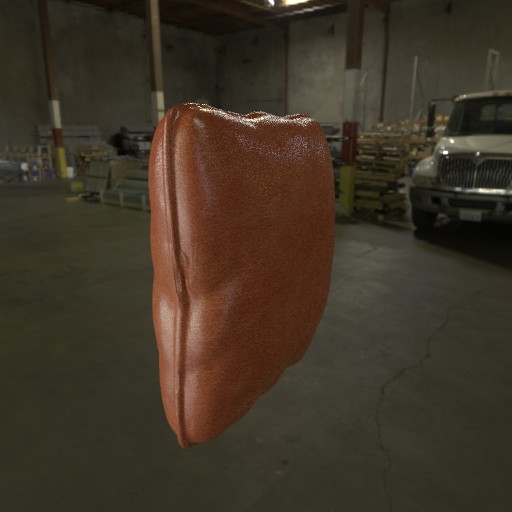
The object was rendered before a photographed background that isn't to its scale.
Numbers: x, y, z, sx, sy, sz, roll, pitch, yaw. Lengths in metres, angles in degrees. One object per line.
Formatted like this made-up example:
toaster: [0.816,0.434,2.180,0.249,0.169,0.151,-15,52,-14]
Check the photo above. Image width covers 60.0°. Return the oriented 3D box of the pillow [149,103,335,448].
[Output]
pillow: [0.000,0.000,0.834,0.236,0.523,0.532,8,17,26]
